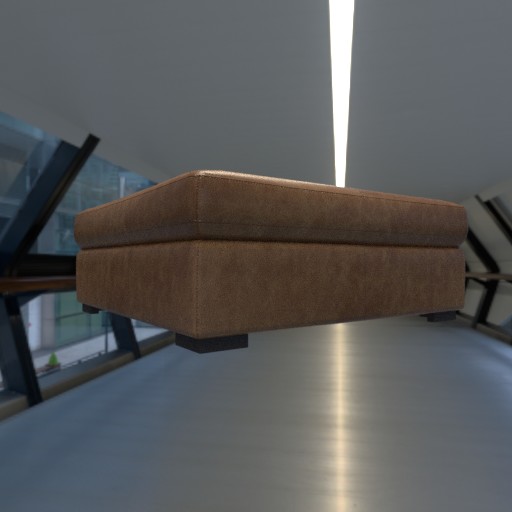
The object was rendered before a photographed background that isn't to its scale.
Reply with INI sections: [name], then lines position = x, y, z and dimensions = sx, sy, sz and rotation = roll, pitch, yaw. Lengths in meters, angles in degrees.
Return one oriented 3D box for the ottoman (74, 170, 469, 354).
[ottoman]
position = 0.000, 0.000, 1.817
dimensions = 1.168, 0.483, 1.169
rotation = 0, -1, -35
